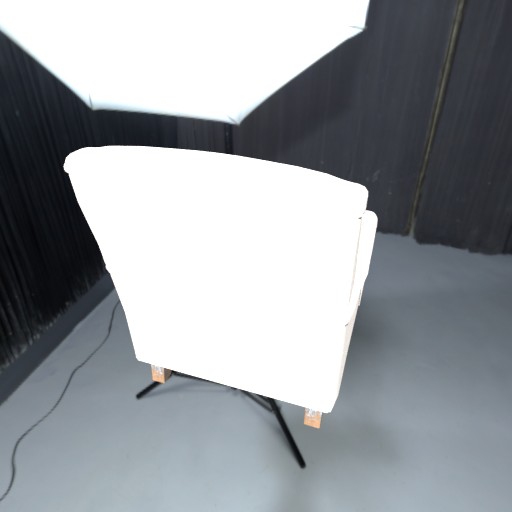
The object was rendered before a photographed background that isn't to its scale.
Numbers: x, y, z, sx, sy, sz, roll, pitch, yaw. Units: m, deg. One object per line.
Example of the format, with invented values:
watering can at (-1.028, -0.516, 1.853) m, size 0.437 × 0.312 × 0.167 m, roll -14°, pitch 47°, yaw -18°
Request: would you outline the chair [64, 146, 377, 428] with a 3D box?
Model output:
chair at (0.000, 0.000, 1.799) m, size 0.879 × 1.119 × 0.953 m, roll 11°, pitch 35°, yaw 16°
